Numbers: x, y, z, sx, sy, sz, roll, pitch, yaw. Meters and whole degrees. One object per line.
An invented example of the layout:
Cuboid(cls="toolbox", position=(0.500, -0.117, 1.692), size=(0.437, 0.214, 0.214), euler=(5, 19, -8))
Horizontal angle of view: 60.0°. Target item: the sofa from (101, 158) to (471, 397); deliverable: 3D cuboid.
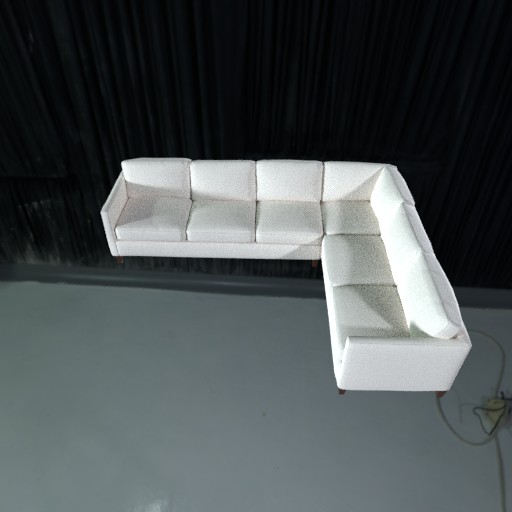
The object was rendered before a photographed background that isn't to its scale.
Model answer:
Cuboid(cls="sofa", position=(0.000, 0.000, 4.416), size=(3.302, 0.947, 2.593), euler=(1, 41, 1))
